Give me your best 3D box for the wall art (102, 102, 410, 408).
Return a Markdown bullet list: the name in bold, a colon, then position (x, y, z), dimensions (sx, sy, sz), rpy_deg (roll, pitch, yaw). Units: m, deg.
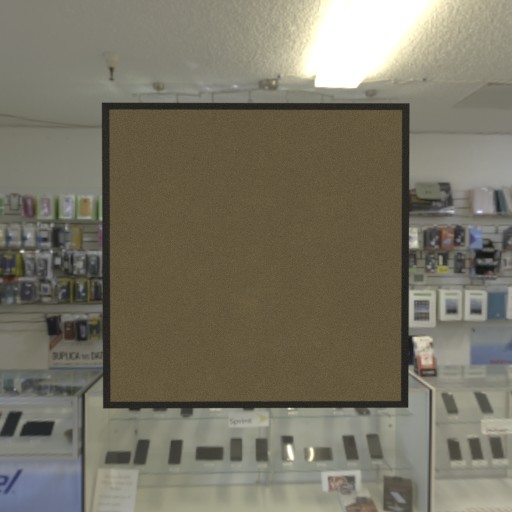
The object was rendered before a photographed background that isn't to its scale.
- **wall art**: position (0.000, 0.000, 0.754), dimensions (0.509, 0.507, 0.037), rpy_deg (0, 1, 0)
